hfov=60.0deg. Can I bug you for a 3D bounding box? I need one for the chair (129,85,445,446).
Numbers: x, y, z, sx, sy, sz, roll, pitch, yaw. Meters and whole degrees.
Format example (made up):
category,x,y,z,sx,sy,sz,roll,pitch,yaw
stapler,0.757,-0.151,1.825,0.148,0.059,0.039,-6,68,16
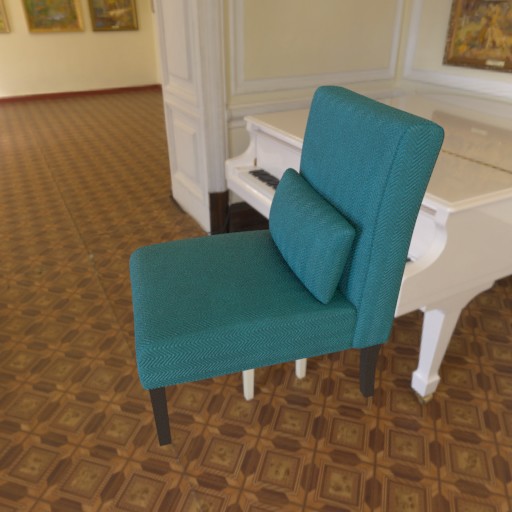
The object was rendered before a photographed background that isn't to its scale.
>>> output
category,x,y,z,sx,sy,sz,roll,pitch,yaw
chair,0.000,0.000,1.425,0.808,0.927,0.579,-8,31,-14
